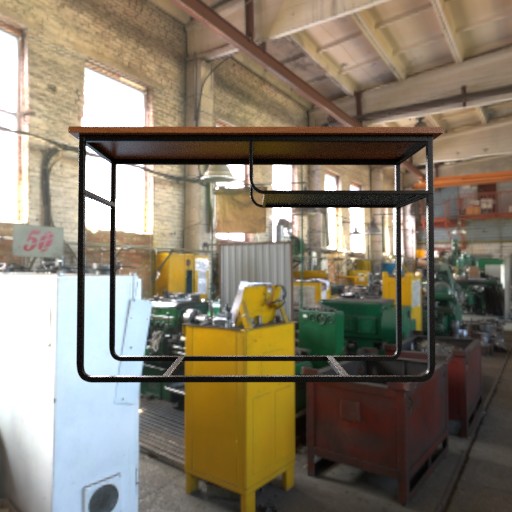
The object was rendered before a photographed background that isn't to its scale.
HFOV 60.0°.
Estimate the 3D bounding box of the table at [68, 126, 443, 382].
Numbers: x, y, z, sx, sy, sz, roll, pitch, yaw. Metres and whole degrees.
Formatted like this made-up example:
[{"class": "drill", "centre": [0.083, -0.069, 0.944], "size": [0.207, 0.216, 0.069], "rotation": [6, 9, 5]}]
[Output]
[{"class": "table", "centre": [0.000, 0.000, 1.465], "size": [1.100, 0.750, 0.350], "rotation": [0, -1, 0]}]
